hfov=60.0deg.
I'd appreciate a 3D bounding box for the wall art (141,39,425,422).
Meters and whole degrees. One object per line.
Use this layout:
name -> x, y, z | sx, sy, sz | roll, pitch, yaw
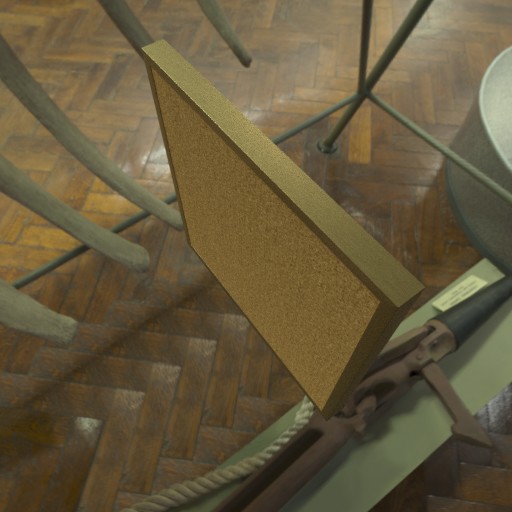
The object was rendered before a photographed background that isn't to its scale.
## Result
wall art -> 0.000, 0.000, 0.751 | 0.037, 0.509, 0.510 | -32, 63, -18
